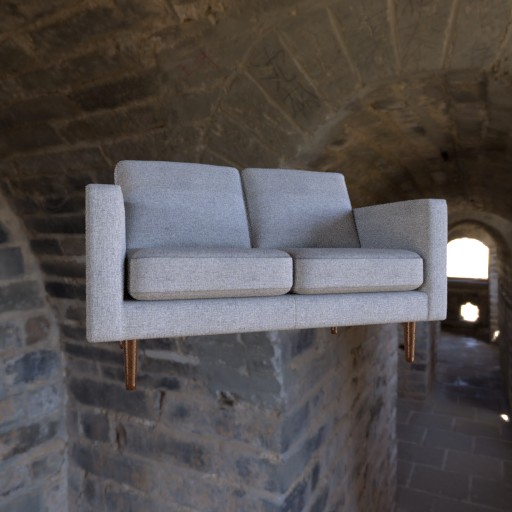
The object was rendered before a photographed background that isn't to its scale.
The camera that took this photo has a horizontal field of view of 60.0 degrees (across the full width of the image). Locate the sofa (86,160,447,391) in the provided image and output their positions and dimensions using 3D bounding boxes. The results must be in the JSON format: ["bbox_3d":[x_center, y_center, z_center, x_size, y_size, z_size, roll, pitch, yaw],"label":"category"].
[{"bbox_3d":[0.000,0.000,2.169,1.527,0.973,0.969,0,1,-19],"label":"sofa"}]
